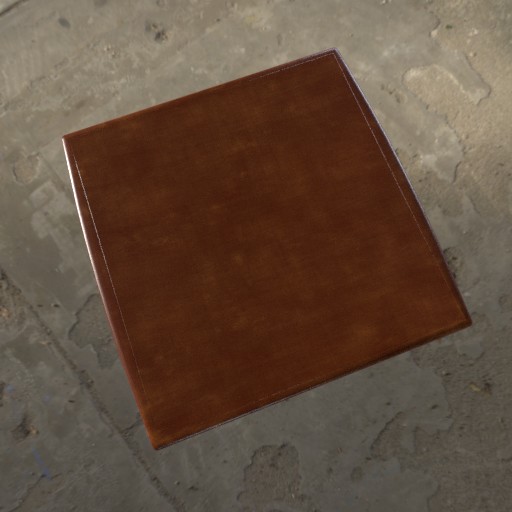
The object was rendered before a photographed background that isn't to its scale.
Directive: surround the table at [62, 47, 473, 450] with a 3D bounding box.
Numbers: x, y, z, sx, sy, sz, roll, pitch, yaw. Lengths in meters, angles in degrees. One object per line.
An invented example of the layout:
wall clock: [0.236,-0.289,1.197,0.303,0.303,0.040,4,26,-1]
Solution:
table: [0.000,0.000,1.686,0.991,0.754,0.991,-20,76,-5]
